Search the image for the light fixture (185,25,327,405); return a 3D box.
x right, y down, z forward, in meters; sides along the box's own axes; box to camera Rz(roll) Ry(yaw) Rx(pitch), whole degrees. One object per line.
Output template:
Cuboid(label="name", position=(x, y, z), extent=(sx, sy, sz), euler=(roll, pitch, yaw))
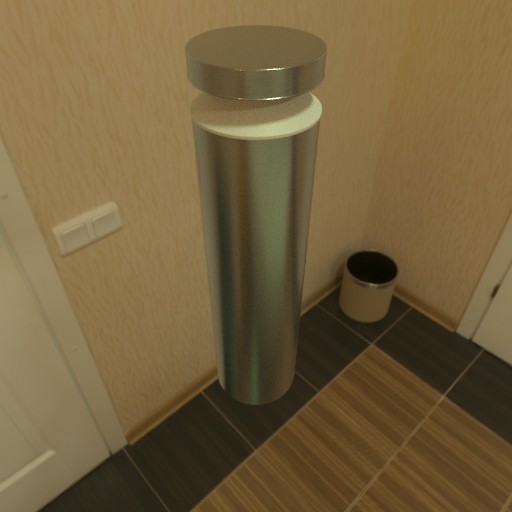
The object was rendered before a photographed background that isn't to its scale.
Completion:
Cuboid(label="light fixture", position=(0.000, 0.000, 0.446), extent=(0.102, 0.400, 0.102), euler=(12, 43, 13))
